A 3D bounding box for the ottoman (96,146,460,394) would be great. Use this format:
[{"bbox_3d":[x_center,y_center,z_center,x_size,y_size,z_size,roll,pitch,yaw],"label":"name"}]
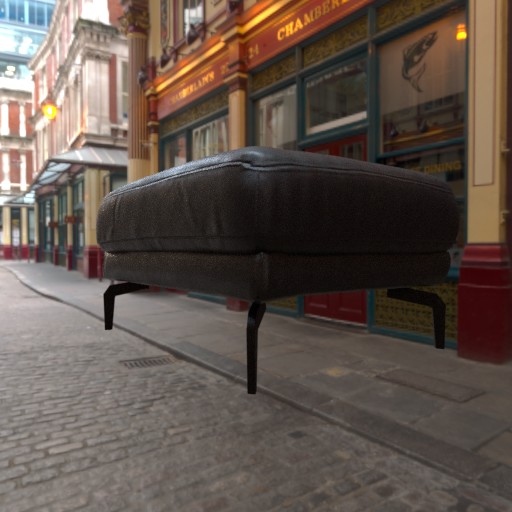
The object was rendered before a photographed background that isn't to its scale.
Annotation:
[{"bbox_3d":[0.000,0.000,1.078,0.570,0.402,0.764,-1,1,-37],"label":"ottoman"}]
